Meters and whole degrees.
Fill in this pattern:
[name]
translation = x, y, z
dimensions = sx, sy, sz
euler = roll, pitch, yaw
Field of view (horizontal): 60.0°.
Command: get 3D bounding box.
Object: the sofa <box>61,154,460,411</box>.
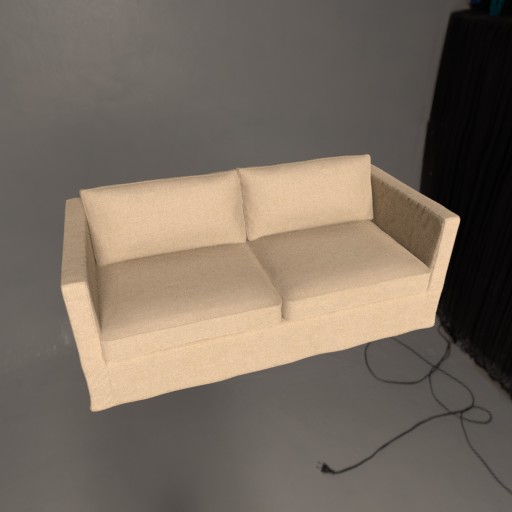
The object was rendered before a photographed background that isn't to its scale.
[sofa]
translation = 0.000, 0.000, 2.534
dimensions = 1.987, 0.847, 0.956
euler = -10, 32, -16
